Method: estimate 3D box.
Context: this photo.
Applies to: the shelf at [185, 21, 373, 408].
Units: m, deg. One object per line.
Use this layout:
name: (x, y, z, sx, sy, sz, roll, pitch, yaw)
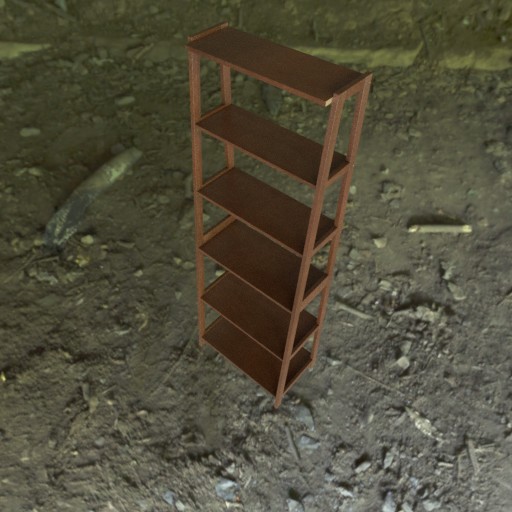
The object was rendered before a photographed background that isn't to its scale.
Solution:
shelf: (0.000, 0.000, 2.160, 0.660, 1.892, 0.382, 33, 56, 26)
